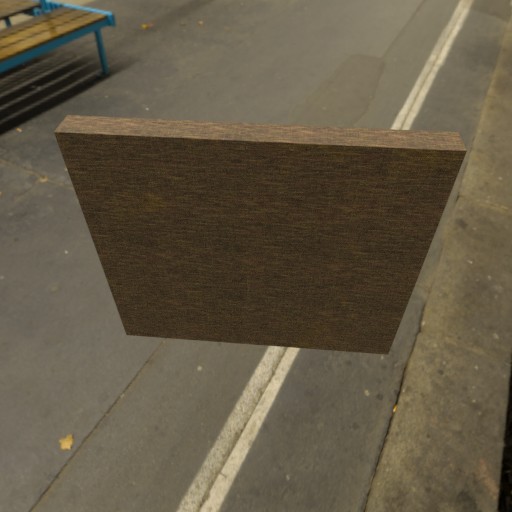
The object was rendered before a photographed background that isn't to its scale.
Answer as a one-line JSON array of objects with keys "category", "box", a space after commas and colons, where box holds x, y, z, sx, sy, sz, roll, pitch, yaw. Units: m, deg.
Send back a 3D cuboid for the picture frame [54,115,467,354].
[{"category": "picture frame", "box": [0.000, 0.000, 0.533, 0.378, 0.330, 0.033, 4, 45, 4]}]
